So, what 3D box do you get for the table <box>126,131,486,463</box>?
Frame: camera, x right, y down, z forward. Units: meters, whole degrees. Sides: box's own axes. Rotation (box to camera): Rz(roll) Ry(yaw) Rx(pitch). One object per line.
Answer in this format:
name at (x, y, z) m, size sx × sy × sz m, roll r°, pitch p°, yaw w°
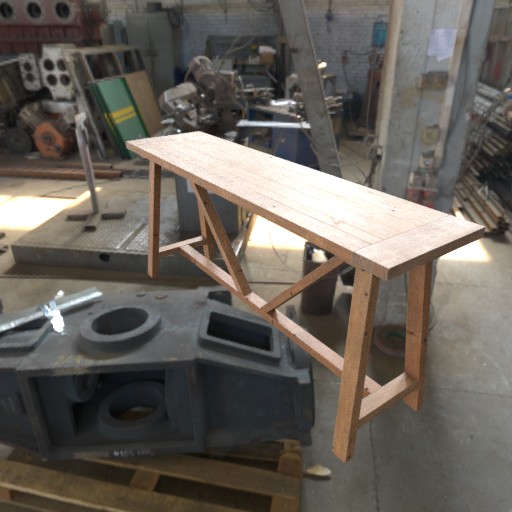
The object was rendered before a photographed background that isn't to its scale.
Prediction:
table at (0.000, 0.000, 2.093) m, size 0.465 × 0.810 × 1.800 m, roll -18°, pitch 32°, yaw -32°
